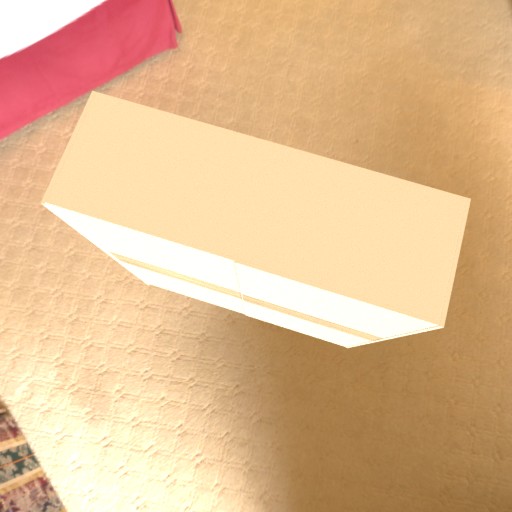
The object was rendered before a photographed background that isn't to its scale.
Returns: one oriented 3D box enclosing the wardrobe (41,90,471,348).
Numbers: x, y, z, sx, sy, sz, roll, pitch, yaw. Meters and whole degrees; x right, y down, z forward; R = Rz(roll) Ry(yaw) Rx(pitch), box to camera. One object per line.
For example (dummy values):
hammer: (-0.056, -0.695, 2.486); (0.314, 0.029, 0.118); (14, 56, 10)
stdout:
wardrobe: (0.000, 0.000, 2.962); (1.830, 2.020, 0.600); (17, 77, 4)
